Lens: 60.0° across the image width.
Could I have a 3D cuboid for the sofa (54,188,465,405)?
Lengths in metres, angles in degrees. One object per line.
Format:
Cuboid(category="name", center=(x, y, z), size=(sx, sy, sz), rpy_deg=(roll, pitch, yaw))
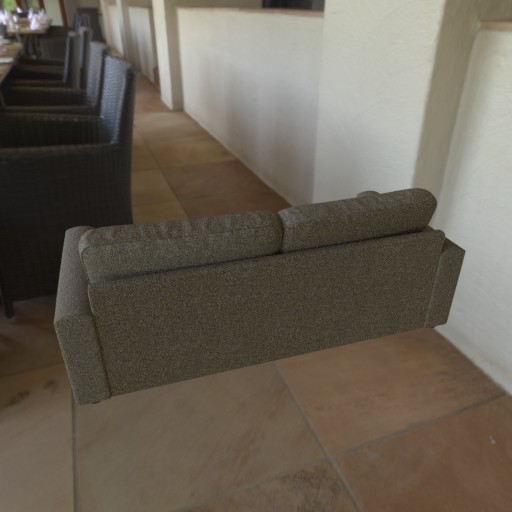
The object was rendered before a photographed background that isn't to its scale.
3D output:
Cuboid(category="sofa", center=(0.000, 0.000, 2.693), size=(2.179, 0.873, 1.016), rpy_deg=(-9, 31, -15))
